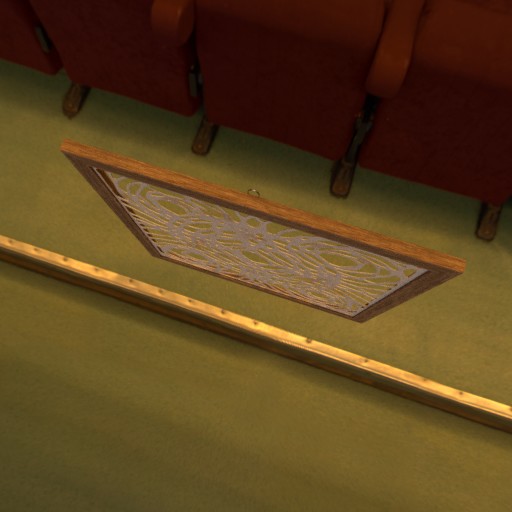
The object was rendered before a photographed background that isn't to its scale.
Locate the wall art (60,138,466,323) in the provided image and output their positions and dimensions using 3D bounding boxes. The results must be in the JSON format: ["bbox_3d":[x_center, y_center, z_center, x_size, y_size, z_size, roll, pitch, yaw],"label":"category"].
[{"bbox_3d":[0.000,0.000,0.849,0.561,0.576,0.021,17,76,5],"label":"wall art"}]
